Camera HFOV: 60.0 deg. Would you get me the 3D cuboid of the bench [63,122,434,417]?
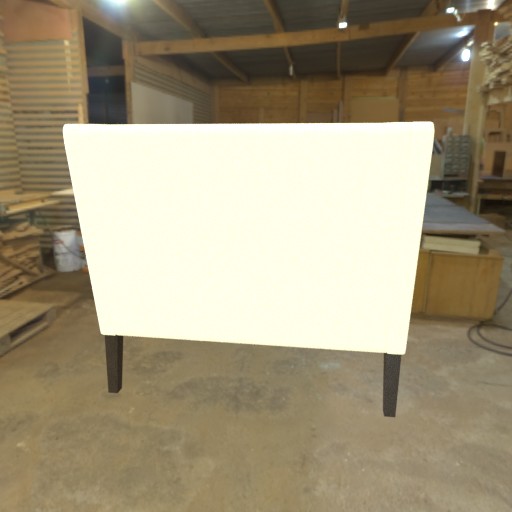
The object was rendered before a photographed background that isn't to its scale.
[{"bbox_3d":[0.000,0.000,2.007,1.280,1.123,0.847,2,15,8],"label":"bench"}]
